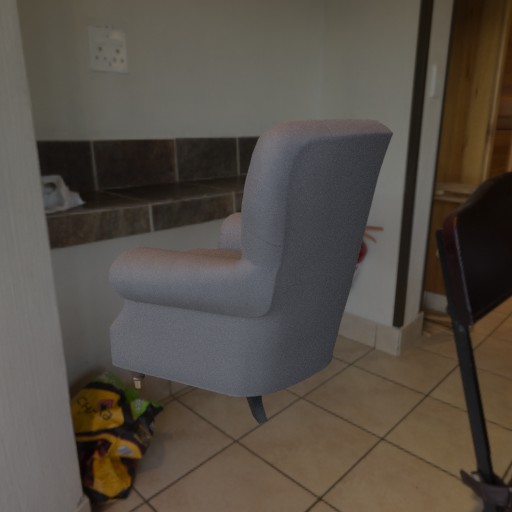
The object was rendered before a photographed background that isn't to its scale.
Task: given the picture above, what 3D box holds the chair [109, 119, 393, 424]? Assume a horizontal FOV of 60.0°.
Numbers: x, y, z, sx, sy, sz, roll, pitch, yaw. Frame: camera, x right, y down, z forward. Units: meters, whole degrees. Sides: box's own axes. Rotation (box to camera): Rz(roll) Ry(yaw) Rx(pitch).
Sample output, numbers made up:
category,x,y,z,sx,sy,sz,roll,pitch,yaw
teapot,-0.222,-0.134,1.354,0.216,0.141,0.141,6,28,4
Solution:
category,x,y,z,sx,sy,sz,roll,pitch,yaw
chair,0.000,0.000,1.795,0.983,1.046,0.983,7,17,24
